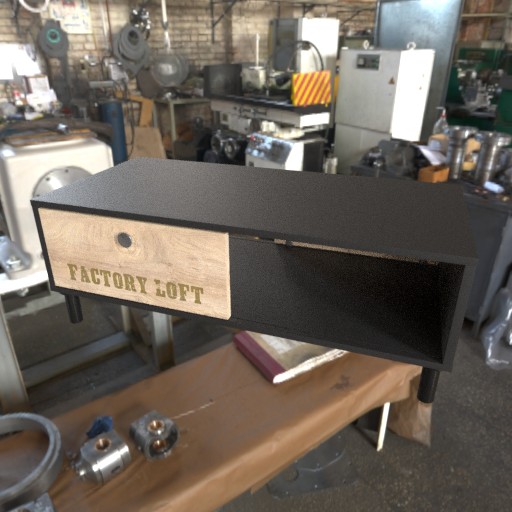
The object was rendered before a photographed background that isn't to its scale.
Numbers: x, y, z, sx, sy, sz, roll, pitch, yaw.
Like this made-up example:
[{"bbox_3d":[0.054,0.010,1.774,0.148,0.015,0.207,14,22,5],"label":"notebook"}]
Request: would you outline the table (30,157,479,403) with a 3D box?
[{"bbox_3d":[0.000,0.000,1.334,1.100,0.400,0.550,9,27,17],"label":"table"}]
